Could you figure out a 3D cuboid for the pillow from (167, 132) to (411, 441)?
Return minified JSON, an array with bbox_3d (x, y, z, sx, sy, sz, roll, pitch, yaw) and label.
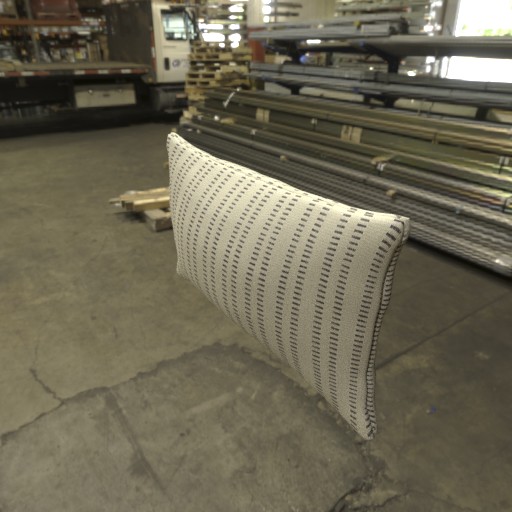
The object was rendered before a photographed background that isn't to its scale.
[{"bbox_3d":[0.000,0.000,0.821,0.210,0.353,0.640,-18,31,-31],"label":"pillow"}]
